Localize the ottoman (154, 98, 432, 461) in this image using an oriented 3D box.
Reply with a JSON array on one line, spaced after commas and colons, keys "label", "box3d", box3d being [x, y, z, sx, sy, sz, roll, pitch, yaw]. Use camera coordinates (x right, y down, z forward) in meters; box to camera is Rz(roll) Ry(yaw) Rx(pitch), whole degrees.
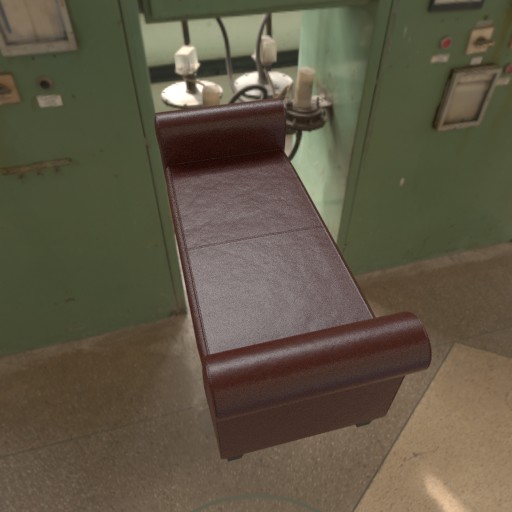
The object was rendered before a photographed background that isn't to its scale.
[{"label": "ottoman", "box3d": [0.000, 0.000, 1.540, 0.521, 0.547, 1.256, -10, 47, -10]}]
